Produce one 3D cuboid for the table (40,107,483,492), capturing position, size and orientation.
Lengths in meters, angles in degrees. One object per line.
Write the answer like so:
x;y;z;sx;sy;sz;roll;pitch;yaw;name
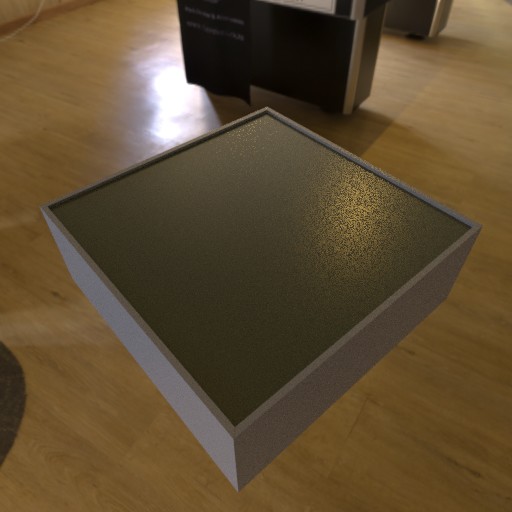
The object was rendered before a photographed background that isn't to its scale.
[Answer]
0.000;0.000;1.237;0.801;0.299;0.801;-32;54;-27;table
